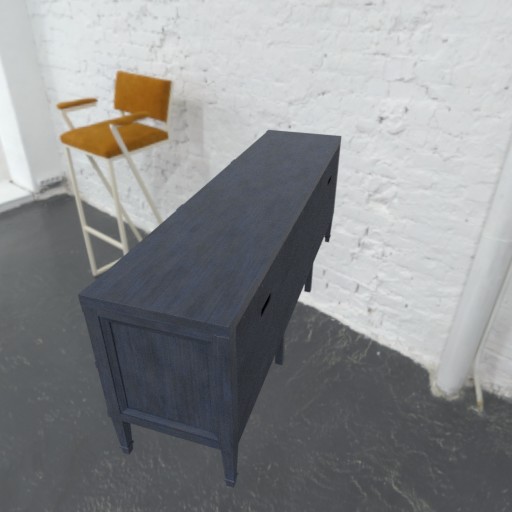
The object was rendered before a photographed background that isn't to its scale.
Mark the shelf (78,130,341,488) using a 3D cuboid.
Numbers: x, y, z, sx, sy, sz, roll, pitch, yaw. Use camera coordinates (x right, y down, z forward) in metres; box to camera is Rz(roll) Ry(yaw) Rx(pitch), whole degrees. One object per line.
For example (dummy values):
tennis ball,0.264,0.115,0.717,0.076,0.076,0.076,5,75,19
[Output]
shelf,0.000,0.000,2.152,0.471,0.715,1.878,9,32,16
